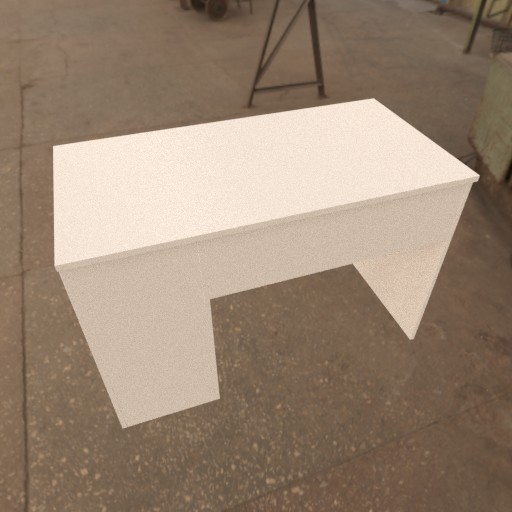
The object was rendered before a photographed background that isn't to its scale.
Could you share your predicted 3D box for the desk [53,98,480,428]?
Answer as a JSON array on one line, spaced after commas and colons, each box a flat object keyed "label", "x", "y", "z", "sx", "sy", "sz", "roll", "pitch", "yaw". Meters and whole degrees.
[{"label": "desk", "x": 0.000, "y": 0.000, "z": 1.514, "sx": 1.097, "sy": 0.735, "sz": 0.560, "roll": -13, "pitch": 43, "yaw": -14}]
